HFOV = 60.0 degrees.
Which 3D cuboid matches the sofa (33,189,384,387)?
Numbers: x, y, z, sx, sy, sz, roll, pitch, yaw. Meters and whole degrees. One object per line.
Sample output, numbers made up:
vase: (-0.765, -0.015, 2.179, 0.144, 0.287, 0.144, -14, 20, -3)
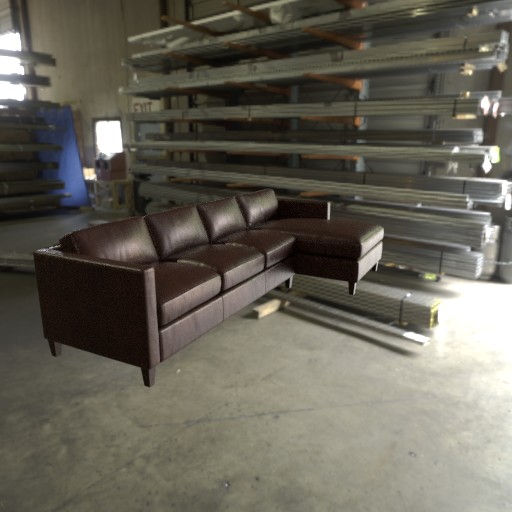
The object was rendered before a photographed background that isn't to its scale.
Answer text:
sofa: (0.000, 0.000, 3.940, 1.581, 0.883, 3.203, 8, 17, 27)
